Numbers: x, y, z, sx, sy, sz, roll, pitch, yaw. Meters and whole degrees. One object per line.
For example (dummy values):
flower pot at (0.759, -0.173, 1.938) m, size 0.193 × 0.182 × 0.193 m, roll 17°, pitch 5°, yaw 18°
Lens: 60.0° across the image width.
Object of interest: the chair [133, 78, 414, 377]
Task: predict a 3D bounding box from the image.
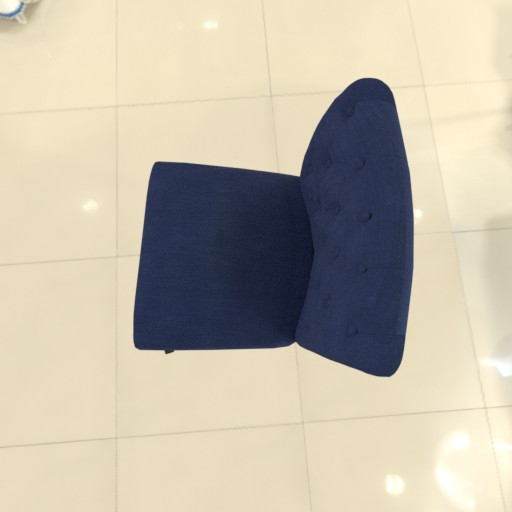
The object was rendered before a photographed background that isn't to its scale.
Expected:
chair at (0.000, 0.000, 1.179) m, size 0.606 × 0.753 × 0.585 m, roll 3°, pitch 76°, yaw 1°
